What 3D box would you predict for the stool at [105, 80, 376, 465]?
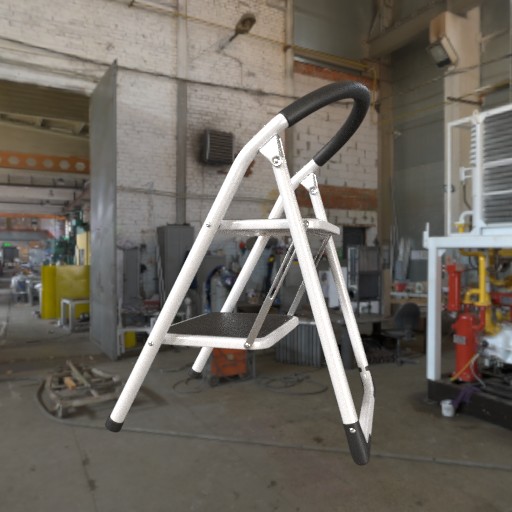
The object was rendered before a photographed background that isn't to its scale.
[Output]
[{"bbox_3d":[0.000,0.000,1.087,0.559,0.760,0.453,0,1,17],"label":"stool"}]
